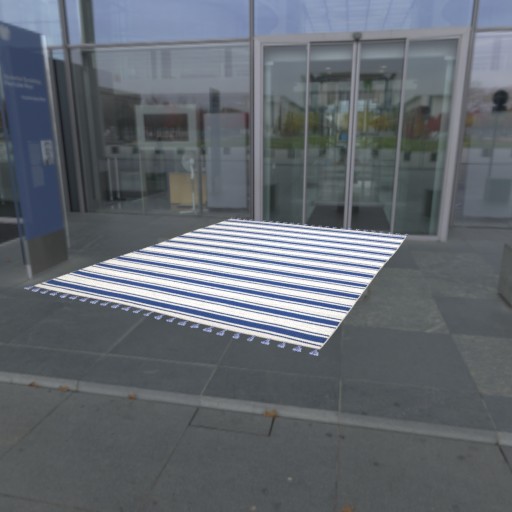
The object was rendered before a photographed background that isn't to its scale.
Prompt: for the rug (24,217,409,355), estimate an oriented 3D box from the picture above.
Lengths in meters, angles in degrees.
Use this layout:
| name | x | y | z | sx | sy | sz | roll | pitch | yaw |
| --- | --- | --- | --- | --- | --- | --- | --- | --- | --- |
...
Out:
| name | x | y | z | sx | sy | sz | roll | pitch | yaw |
| --- | --- | --- | --- | --- | --- | --- | --- | --- | --- |
| rug | 0.000 | 0.000 | 4.472 | 2.471 | 0.016 | 3.416 | 8 | 17 | 26 |
